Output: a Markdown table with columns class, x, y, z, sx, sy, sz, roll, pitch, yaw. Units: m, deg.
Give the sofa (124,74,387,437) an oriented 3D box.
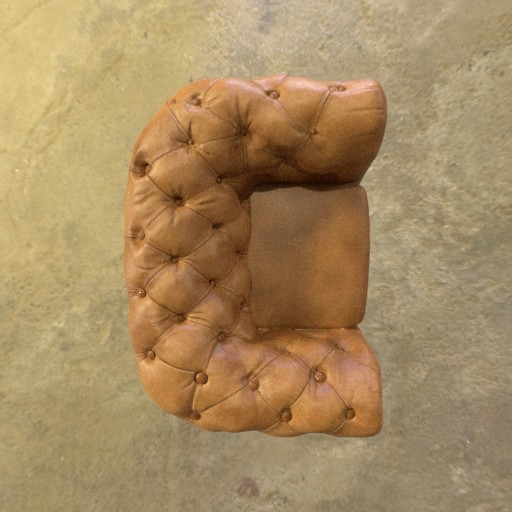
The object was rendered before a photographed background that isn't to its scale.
| class | x | y | z | sx | sy | sz | roll | pitch | yaw |
| --- | --- | --- | --- | --- | --- | --- | --- | --- | --- |
| sofa | 0.000 | 0.000 | 2.038 | 1.033 | 0.878 | 1.405 | 0 | 92 | 1 |
